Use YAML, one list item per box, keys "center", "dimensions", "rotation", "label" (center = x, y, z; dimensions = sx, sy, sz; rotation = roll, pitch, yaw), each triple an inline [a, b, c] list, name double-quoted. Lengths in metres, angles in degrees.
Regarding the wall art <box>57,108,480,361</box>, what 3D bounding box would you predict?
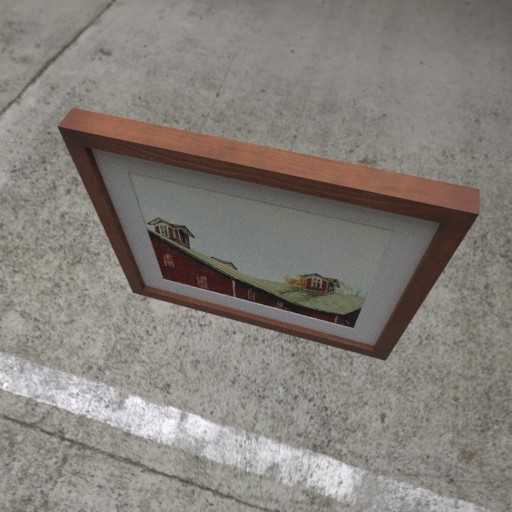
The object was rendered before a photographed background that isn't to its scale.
- center: [0.000, 0.000, 0.548]
  dimensions: [0.401, 0.328, 0.030]
  rotation: [14, 56, 9]
  label: "wall art"
